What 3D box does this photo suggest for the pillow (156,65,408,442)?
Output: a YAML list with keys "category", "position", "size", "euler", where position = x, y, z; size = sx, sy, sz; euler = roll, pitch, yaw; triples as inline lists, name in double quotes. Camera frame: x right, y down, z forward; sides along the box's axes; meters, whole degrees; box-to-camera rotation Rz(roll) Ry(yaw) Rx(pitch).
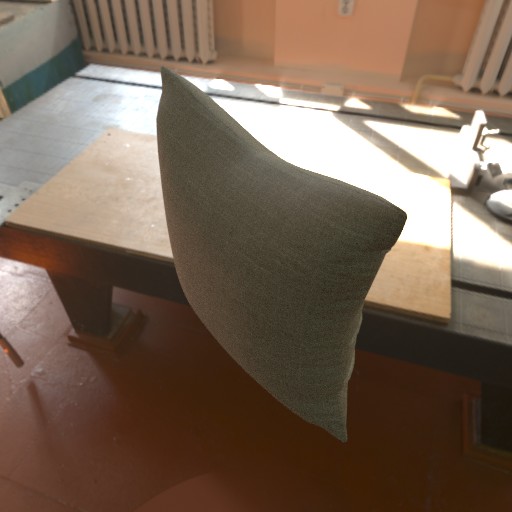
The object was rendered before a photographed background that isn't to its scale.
- category: "pillow"
  position: [0.000, 0.000, 0.608]
  size: [0.169, 0.400, 0.424]
  euler: [-28, 50, -26]
